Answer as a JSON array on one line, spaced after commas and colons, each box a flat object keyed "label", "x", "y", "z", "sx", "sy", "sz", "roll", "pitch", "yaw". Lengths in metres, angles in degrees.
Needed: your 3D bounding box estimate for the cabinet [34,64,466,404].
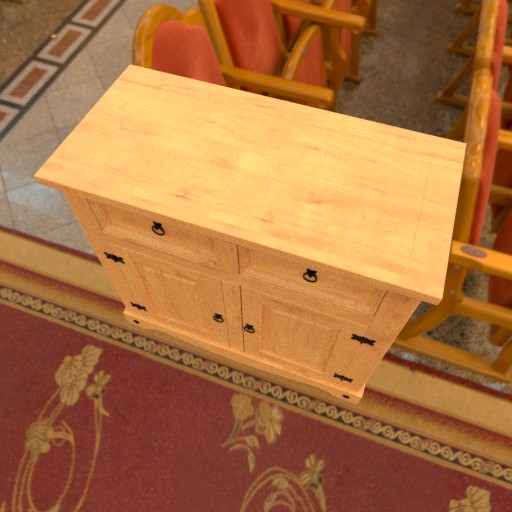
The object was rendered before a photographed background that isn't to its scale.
[{"label": "cabinet", "x": 0.000, "y": 0.000, "z": 1.396, "sx": 0.920, "sy": 0.840, "sz": 0.450, "roll": 17, "pitch": 59, "yaw": 11}]
